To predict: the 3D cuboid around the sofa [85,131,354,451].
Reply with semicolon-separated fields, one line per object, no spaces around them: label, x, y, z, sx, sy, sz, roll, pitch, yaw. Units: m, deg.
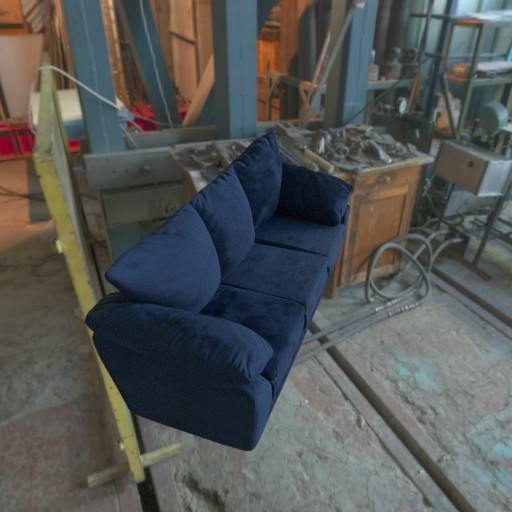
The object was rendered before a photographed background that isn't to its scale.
sofa;0.000;0.000;2.945;0.907;1.091;2.390;11;33;18
